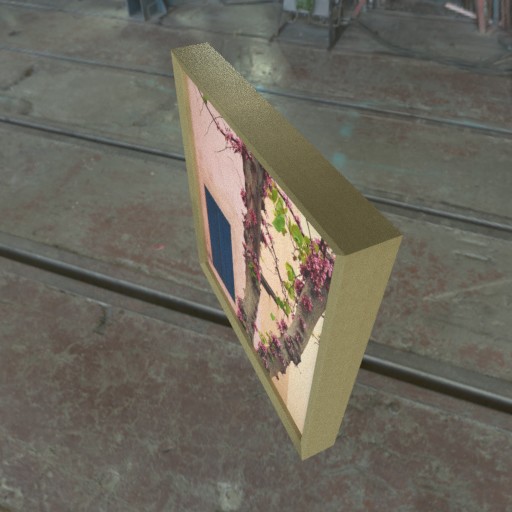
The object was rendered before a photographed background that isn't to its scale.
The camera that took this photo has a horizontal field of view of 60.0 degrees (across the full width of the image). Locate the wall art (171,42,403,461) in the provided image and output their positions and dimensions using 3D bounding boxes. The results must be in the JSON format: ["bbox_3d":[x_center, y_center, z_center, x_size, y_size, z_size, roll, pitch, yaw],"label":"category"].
[{"bbox_3d":[0.000,0.000,0.447,0.038,0.305,0.304,-19,49,-17],"label":"wall art"}]
